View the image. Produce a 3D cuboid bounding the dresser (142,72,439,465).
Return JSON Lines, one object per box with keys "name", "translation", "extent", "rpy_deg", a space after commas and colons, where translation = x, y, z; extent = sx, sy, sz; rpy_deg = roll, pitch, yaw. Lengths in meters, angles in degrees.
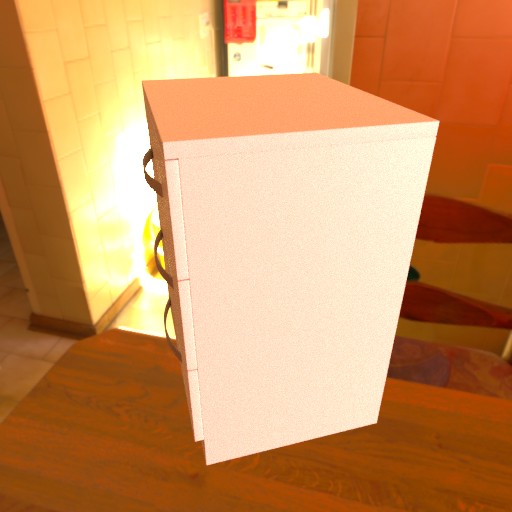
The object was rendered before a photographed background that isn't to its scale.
{"name": "dresser", "translation": [0.000, 0.000, 0.815], "extent": [0.360, 0.560, 0.400], "rpy_deg": [-8, 32, -13]}
